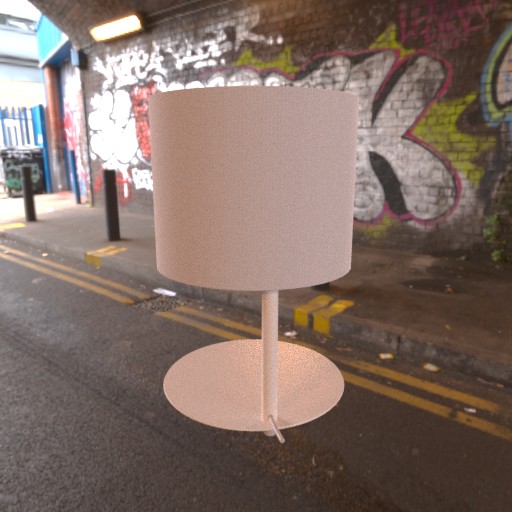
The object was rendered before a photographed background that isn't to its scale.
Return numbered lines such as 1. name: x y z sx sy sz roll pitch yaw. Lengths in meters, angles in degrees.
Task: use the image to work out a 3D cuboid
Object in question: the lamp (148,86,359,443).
1. lamp: 0.000 0.000 0.678 0.299 0.454 0.341 -2 13 -10
